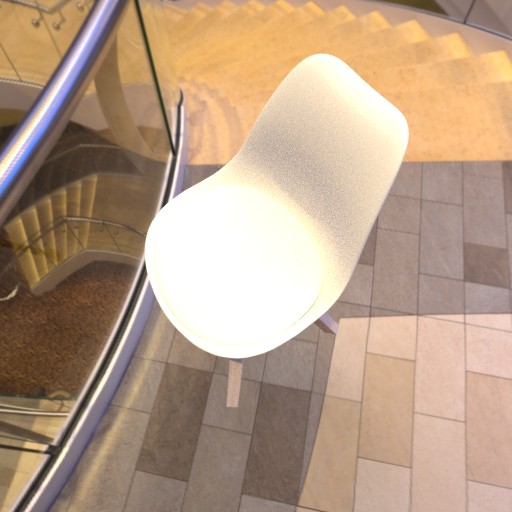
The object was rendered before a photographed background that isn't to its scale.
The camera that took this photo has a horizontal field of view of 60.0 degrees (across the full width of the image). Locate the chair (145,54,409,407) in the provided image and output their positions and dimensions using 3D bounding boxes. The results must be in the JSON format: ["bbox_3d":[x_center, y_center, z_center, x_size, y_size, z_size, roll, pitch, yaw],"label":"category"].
[{"bbox_3d":[0.000,0.000,1.162,0.550,0.850,0.485,-32,68,-15],"label":"chair"}]
